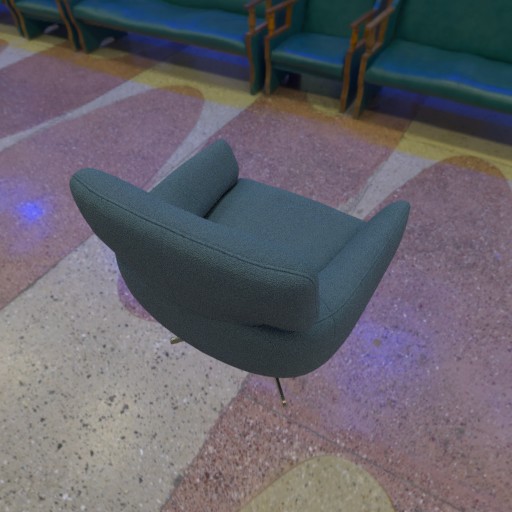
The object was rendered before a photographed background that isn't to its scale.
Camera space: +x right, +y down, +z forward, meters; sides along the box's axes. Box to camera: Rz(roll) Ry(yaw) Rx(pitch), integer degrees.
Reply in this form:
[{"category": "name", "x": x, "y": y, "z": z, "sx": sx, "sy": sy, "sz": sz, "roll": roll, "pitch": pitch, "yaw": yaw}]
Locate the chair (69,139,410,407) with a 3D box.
[{"category": "chair", "x": 0.000, "y": 0.000, "z": 1.377, "sx": 0.738, "sy": 0.813, "sz": 0.761, "roll": 24, "pitch": 51, "yaw": 21}]
